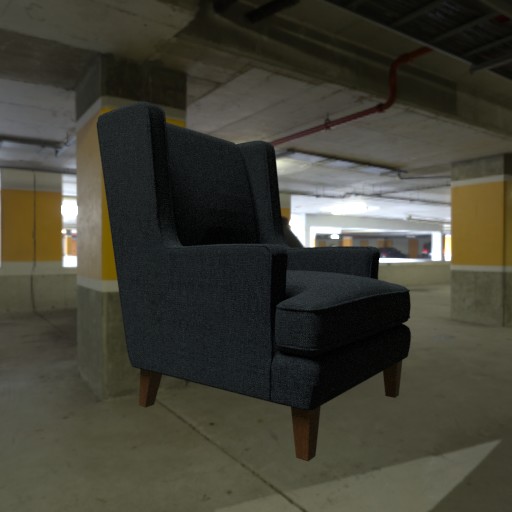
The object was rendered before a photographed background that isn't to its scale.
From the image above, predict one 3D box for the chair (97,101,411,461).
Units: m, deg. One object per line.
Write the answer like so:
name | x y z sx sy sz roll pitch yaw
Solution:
chair | 0.000 0.000 1.690 0.947 1.072 0.764 0 1 37
